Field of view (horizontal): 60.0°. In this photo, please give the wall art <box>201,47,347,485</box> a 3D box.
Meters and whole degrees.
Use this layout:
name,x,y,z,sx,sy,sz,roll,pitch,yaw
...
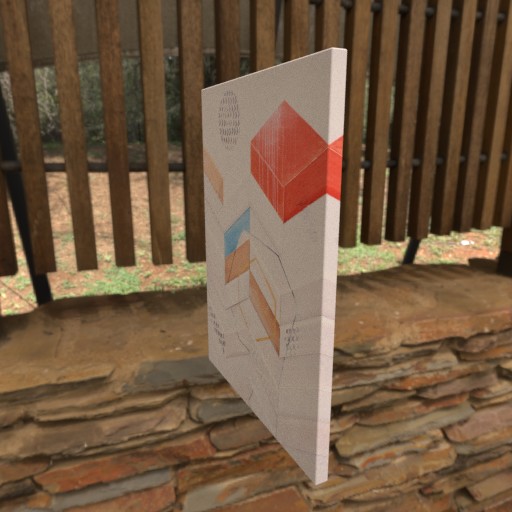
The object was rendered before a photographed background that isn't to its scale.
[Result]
name,x,y,z,sx,sy,sz,roll,pitch,yaw
wall art,0.000,0.000,1.327,0.045,1.014,0.759,-7,16,-26
